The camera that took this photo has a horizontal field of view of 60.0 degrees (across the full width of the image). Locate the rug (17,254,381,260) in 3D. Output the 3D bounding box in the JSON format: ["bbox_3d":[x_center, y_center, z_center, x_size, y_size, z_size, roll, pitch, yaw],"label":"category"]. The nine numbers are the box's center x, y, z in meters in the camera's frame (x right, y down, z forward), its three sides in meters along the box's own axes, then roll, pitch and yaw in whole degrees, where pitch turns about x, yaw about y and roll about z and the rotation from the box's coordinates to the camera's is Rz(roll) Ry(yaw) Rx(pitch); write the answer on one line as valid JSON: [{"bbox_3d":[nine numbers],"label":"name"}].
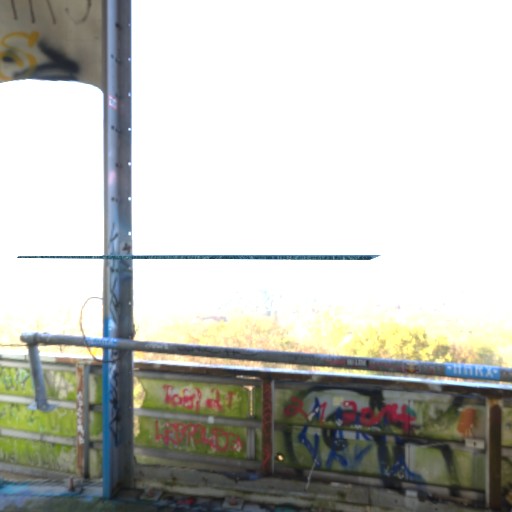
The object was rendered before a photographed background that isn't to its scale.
[{"bbox_3d":[0.000,0.000,2.796,1.490,0.015,2.277,0,0,17],"label":"rug"}]
